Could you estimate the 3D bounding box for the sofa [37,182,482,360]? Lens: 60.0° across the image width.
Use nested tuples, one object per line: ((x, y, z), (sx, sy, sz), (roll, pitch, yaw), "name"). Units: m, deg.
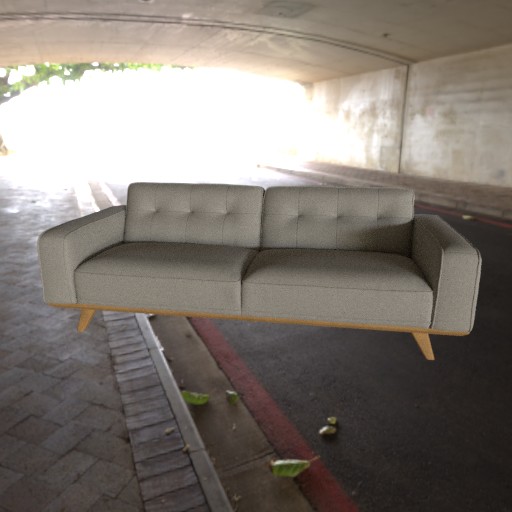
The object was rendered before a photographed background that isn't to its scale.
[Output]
((0.000, 0.000, 2.672), (2.270, 0.781, 0.956), (3, 16, 9), "sofa")
